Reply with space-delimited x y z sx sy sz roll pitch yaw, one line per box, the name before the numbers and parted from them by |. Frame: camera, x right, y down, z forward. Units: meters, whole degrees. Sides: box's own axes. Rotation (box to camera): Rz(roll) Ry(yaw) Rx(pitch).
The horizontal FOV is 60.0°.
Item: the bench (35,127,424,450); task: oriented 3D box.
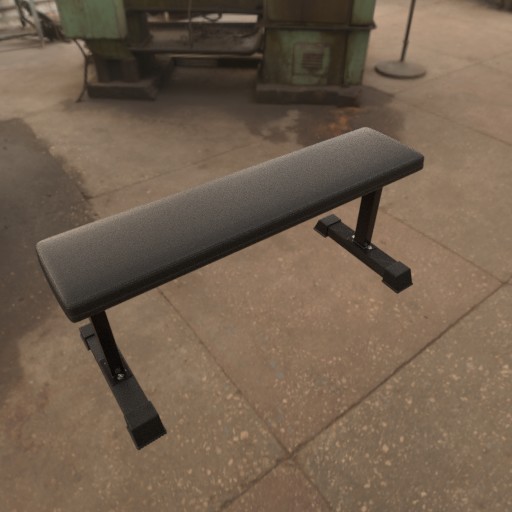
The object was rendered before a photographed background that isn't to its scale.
bench | 0.000 0.000 1.295 1.072 0.453 0.439 -25 47 -25
